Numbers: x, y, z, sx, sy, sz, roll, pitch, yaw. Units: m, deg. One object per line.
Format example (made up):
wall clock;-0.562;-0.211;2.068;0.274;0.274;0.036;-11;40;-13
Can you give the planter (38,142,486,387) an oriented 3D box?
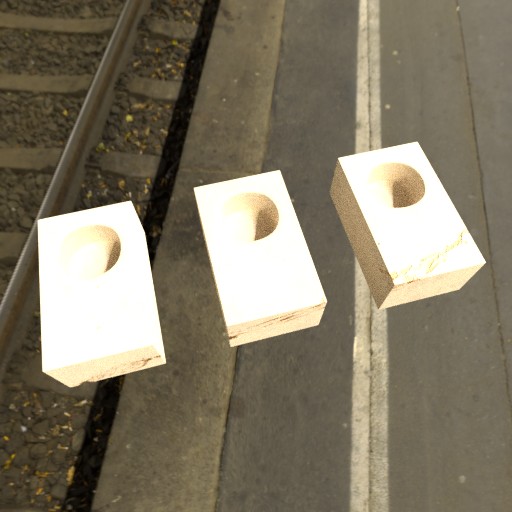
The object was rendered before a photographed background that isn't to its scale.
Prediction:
planter;0.000;0.000;0.373;0.333;0.051;0.127;-13;63;-7
